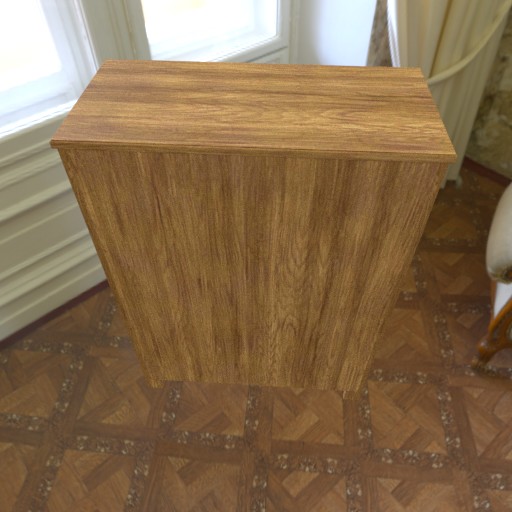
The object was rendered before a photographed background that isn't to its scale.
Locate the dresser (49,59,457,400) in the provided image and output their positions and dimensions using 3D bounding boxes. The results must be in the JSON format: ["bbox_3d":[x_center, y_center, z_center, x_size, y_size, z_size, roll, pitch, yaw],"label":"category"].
[{"bbox_3d":[0.000,0.000,1.877,1.081,1.431,0.558,3,47,3],"label":"dresser"}]
